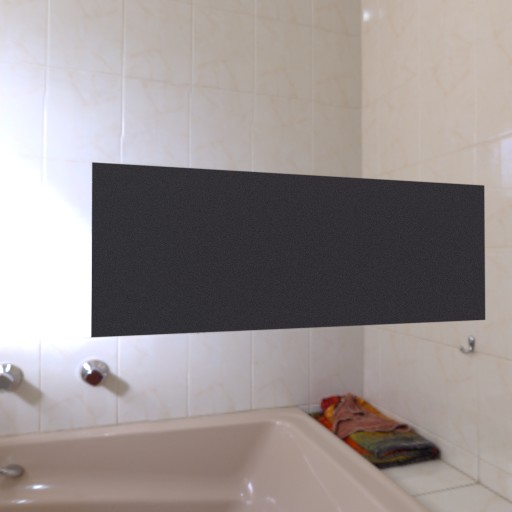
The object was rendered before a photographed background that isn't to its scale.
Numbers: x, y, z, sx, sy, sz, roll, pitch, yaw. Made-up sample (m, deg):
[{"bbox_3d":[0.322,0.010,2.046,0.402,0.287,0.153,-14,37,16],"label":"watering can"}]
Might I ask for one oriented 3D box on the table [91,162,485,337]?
[{"bbox_3d":[0.000,0.000,1.234,0.801,0.299,0.801,0,-1,-16],"label":"table"}]
